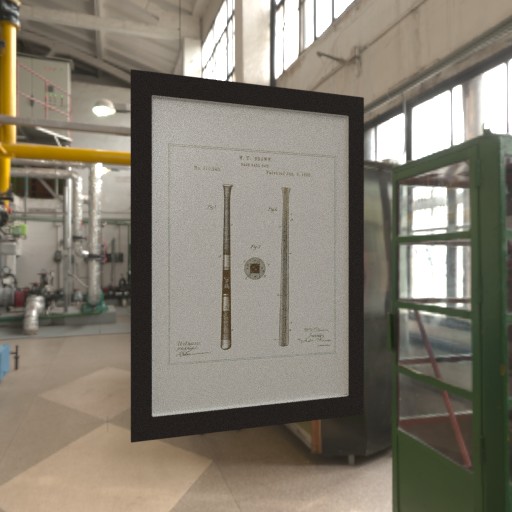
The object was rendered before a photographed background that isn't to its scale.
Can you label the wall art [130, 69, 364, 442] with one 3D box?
[{"bbox_3d":[0.000,0.000,0.688,0.374,0.529,0.012,0,0,-18],"label":"wall art"}]
